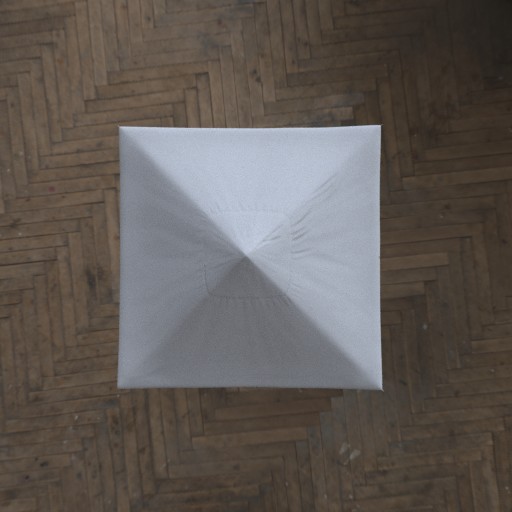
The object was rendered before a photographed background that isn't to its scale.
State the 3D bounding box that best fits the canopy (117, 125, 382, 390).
[{"bbox_3d":[0.000,0.000,5.542,3.121,2.997,3.043,0,89,1],"label":"canopy"}]
